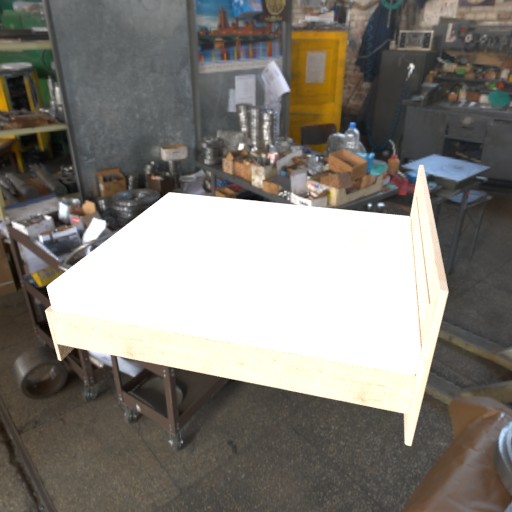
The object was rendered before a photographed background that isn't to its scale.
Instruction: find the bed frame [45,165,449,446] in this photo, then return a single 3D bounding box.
[{"bbox_3d":[0.000,0.000,2.975,2.080,0.900,1.800,7,29,14],"label":"bed frame"}]
